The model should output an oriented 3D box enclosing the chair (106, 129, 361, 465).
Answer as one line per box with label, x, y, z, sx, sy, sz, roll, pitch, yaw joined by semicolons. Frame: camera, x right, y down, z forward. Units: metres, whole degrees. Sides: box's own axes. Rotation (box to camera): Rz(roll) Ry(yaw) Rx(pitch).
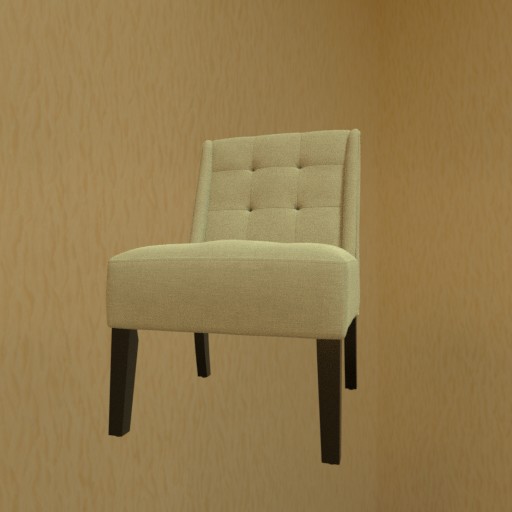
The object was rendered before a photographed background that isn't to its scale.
chair;0.000;0.000;1.280;0.569;0.853;0.676;0;0;16
